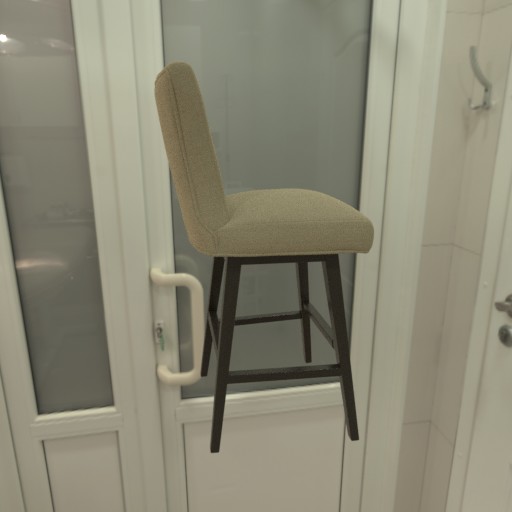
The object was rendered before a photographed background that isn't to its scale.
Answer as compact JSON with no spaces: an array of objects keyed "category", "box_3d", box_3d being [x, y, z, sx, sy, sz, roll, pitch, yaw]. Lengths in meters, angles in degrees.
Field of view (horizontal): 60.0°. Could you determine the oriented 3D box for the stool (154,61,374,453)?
[{"category":"stool","box_3d":[0.000,0.000,1.423,0.574,1.086,0.514,-3,16,-10]}]
